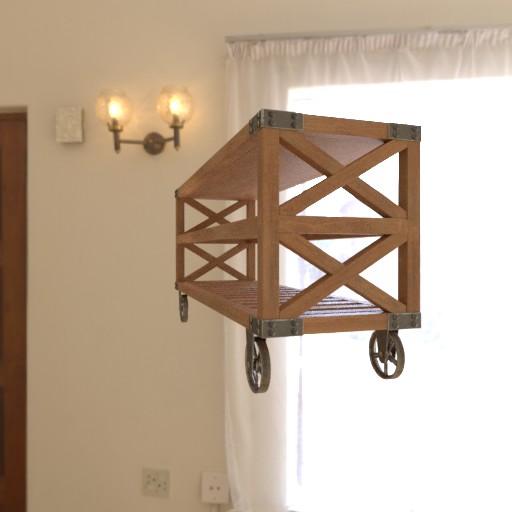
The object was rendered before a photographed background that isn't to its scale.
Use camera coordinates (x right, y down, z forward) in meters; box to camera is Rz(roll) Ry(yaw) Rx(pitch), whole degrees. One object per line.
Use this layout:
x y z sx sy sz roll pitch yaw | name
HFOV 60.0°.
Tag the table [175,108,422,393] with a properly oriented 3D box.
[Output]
0.000 0.000 1.821 0.467 0.711 1.487 0 1 -18 | table
